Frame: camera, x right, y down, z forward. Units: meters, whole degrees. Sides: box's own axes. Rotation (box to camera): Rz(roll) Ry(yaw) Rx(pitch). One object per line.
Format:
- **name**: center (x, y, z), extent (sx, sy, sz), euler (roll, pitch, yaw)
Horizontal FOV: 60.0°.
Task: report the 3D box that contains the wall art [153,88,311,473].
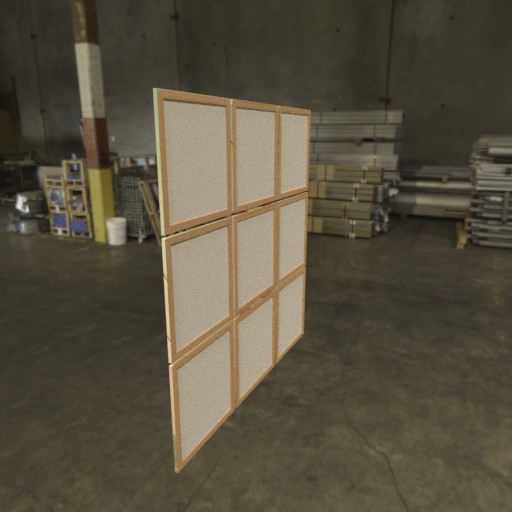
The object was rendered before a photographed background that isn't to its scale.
- **wall art**: center (0.000, 0.000, 1.861), extent (0.013, 1.219, 1.214), euler (7, 17, 25)
